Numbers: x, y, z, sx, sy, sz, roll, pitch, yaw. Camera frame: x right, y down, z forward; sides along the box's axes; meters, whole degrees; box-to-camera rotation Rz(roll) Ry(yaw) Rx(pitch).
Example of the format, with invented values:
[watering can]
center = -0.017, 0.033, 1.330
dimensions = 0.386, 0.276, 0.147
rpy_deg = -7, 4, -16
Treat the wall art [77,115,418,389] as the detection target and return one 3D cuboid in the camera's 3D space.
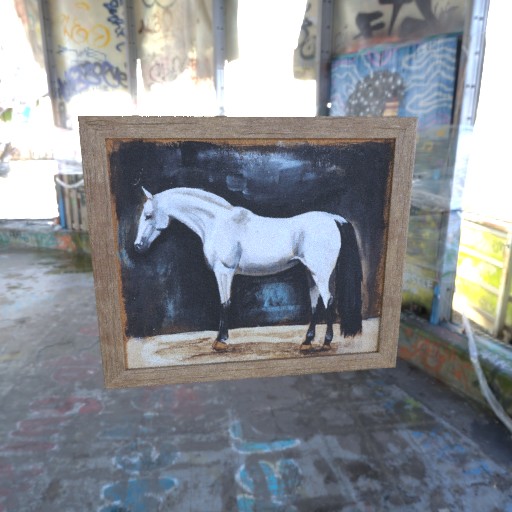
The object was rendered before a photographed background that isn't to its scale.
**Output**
[wall art]
center = 0.000, 0.000, 0.976
dimensions = 0.690, 0.588, 0.026
rpy_deg = -2, 15, -8
